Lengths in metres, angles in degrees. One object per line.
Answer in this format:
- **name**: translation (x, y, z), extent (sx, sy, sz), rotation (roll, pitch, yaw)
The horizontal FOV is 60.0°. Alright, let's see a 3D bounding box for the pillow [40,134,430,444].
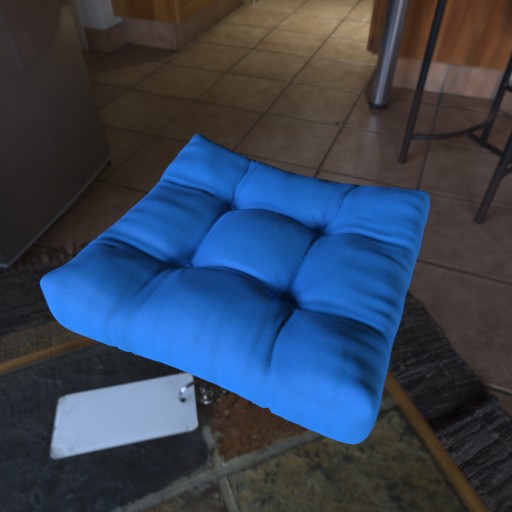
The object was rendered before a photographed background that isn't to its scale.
- **pillow**: translation (0.000, 0.000, 0.730), extent (0.490, 0.128, 0.468), rotation (17, 48, 17)
